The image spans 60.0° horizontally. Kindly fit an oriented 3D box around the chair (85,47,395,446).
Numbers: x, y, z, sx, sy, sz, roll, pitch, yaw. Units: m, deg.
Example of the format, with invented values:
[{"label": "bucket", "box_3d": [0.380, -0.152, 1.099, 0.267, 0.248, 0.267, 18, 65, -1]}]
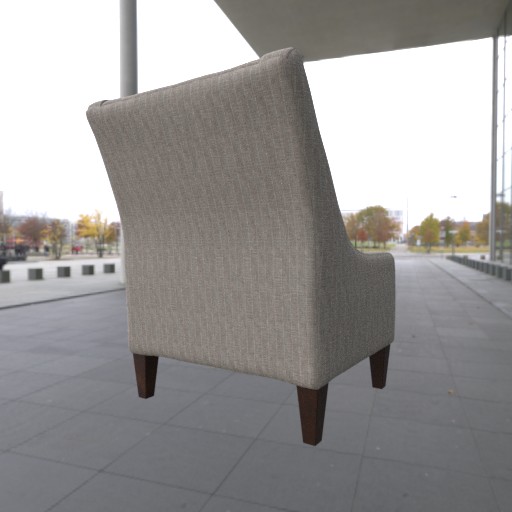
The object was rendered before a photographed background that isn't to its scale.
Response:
[{"label": "chair", "box_3d": [0.000, 0.000, 1.579, 0.774, 1.014, 0.870, 1, 2, 34]}]
